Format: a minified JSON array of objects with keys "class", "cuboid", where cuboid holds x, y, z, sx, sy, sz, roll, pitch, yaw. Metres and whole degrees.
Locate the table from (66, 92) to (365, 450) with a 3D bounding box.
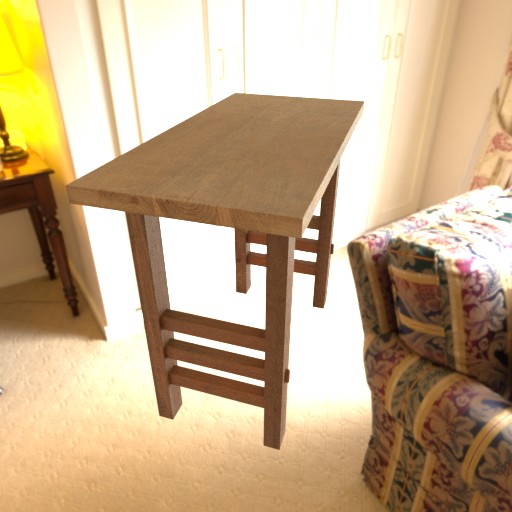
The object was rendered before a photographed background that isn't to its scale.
[{"class":"table","cuboid":[0.000,0.000,1.632,0.556,0.914,1.119,9,32,15]}]
